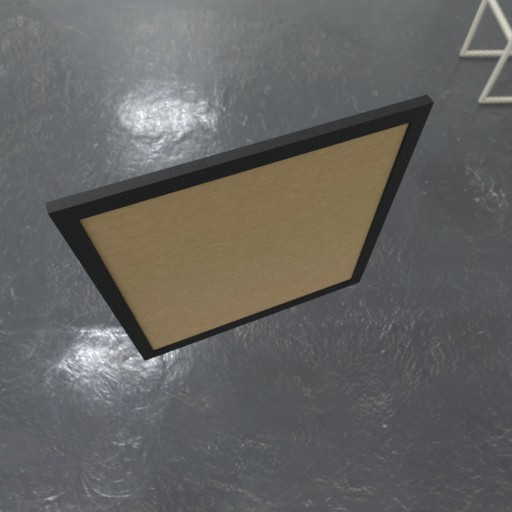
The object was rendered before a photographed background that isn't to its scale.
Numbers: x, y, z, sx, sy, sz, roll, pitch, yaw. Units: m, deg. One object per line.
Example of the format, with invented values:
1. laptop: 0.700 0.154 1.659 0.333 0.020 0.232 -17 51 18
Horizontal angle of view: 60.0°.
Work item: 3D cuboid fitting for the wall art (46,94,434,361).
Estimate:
1. wall art: 0.000 0.000 0.538 0.358 0.357 0.012 -19 60 -11
